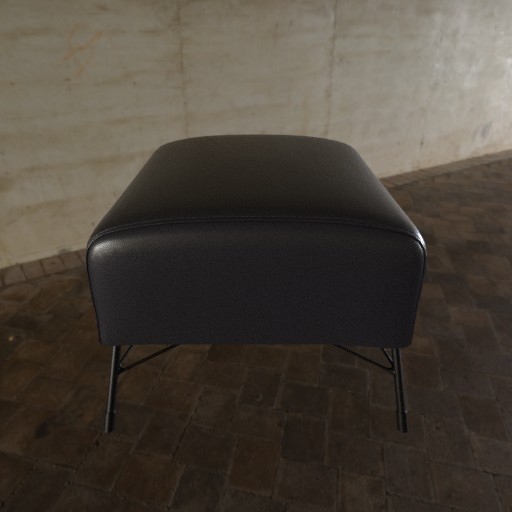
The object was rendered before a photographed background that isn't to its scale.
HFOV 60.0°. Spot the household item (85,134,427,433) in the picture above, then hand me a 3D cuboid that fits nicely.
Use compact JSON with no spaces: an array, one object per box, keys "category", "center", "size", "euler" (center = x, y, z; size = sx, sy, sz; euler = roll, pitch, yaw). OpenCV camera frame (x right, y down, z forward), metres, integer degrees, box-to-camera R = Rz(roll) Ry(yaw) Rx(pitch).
[{"category":"household item","center":[0.000,0.000,0.902],"size":[0.530,0.410,0.530],"euler":[0,28,0]}]
